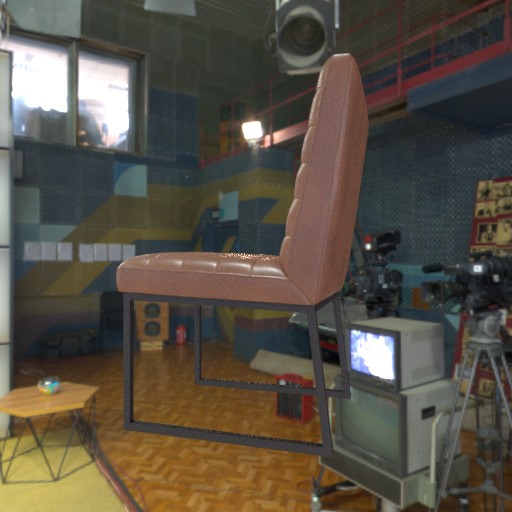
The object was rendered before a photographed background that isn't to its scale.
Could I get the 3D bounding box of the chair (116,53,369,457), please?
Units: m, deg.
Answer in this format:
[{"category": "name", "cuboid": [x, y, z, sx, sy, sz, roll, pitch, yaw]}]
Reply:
[{"category": "chair", "cuboid": [0.000, 0.000, 1.317, 0.634, 0.930, 0.520, 0, 0, 17]}]
